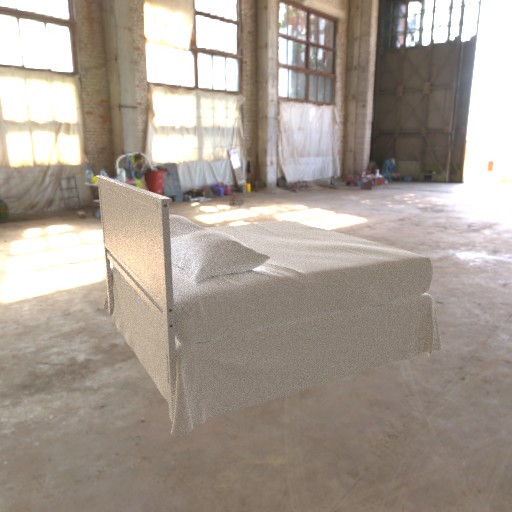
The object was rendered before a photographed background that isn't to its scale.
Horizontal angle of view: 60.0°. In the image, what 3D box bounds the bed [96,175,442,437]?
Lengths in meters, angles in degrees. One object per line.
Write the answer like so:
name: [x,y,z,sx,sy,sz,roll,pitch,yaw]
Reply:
bed: [0.000,0.000,3.692,2.215,1.273,2.317,-7,16,-27]
